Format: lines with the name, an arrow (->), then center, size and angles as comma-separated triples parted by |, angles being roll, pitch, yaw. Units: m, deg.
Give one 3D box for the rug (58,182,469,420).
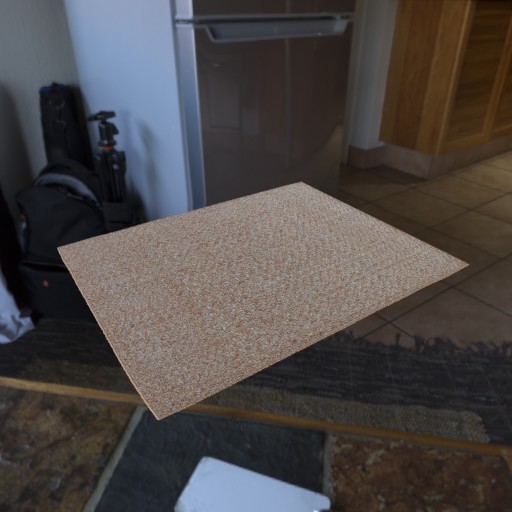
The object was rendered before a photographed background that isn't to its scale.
rug -> 0.000, 0.000, 4.142 | 3.048, 0.013, 2.439 | -19, 36, -29
